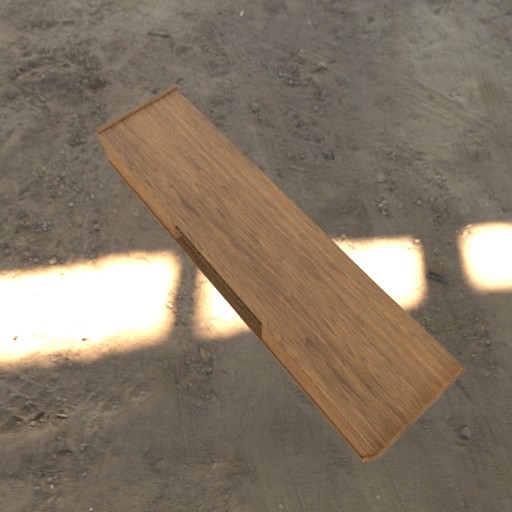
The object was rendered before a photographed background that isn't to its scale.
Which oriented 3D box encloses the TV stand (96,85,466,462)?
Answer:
[{"bbox_3d":[0.000,0.000,1.994,0.467,0.415,1.796,-37,69,-17],"label":"TV stand"}]
